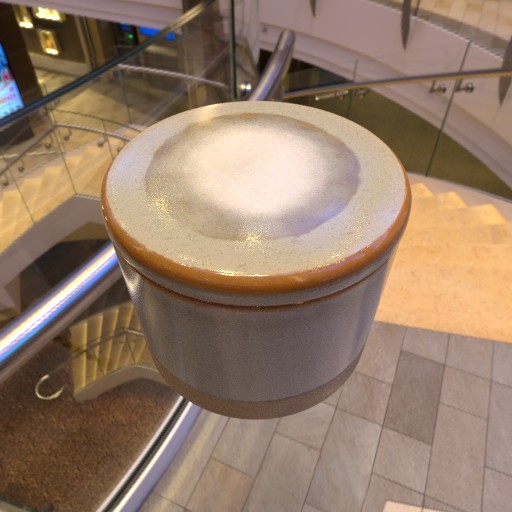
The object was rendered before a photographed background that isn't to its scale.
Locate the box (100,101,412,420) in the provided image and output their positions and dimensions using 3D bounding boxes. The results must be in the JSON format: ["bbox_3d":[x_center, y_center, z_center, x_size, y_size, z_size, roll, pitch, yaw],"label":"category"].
[{"bbox_3d":[0.000,0.000,0.211,0.123,0.100,0.123,0,45,0],"label":"box"}]
